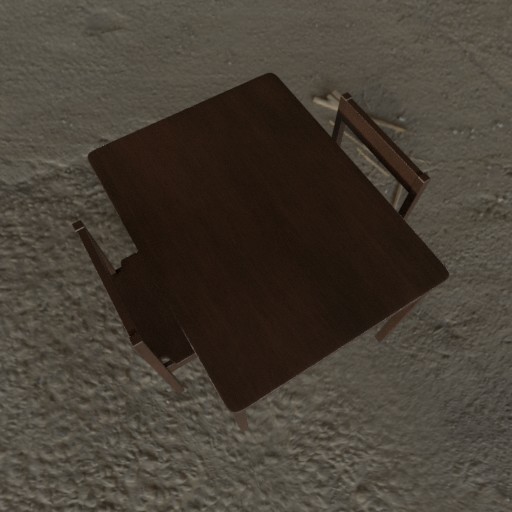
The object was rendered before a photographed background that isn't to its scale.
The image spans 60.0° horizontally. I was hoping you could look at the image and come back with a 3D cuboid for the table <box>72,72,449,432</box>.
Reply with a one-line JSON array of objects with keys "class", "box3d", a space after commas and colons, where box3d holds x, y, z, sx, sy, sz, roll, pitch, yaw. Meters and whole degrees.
[{"class": "table", "box3d": [0.000, 0.000, 1.111, 0.672, 0.503, 0.650, -29, 67, -13]}]
